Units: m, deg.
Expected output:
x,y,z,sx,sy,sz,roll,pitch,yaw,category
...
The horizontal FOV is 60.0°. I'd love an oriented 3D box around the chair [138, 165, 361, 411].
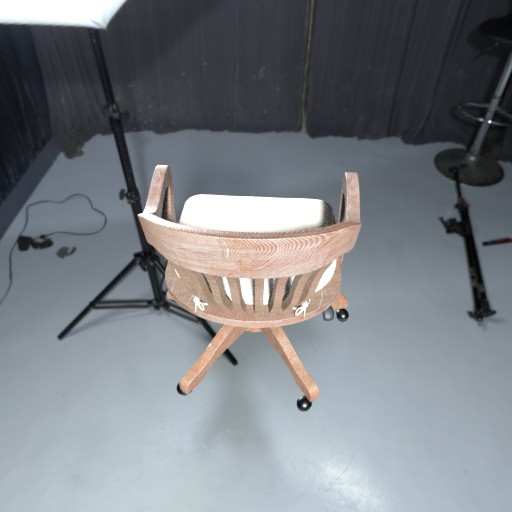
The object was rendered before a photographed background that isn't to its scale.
x,y,z,sx,sy,sz,roll,pitch,yaw,category
0.000,0.000,1.480,0.750,0.878,0.788,3,45,3,chair
